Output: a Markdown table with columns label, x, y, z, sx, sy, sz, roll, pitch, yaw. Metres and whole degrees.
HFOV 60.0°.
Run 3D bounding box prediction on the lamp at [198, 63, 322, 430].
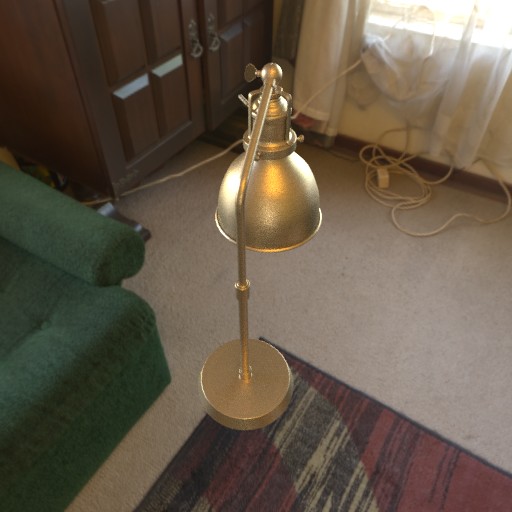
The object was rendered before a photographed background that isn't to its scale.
| label | x | y | z | sx | sy | sz | roll | pitch | yaw |
| --- | --- | --- | --- | --- | --- | --- | --- | --- | --- |
| lamp | 0.000 | 0.000 | 0.592 | 0.153 | 0.456 | 0.286 | 10 | 47 | 10 |
